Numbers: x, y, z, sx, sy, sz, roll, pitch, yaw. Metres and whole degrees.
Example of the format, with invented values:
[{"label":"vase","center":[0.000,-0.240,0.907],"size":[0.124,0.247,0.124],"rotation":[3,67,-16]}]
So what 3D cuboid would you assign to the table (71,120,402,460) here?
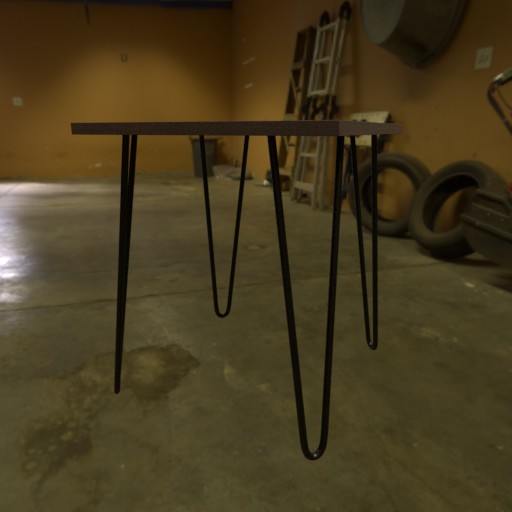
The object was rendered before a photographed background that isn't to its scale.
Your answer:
[{"label":"table","center":[0.000,0.000,0.976],"size":[0.495,0.559,0.495],"rotation":[8,18,26]}]
